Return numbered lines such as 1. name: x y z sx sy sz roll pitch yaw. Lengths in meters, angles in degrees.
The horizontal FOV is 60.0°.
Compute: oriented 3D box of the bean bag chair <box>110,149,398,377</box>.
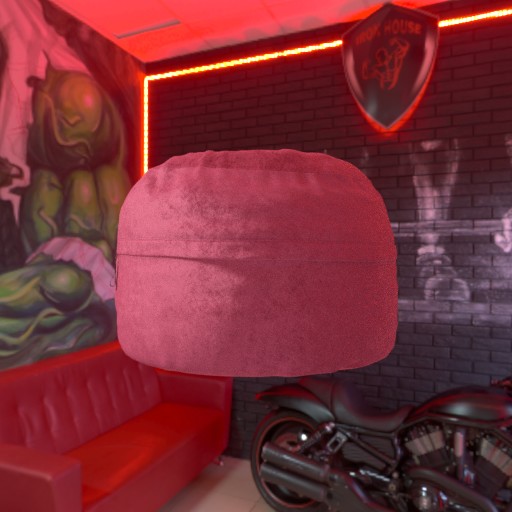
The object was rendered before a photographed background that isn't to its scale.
1. bean bag chair: 0.000 0.000 1.989 1.218 0.788 1.218 0 0 0
